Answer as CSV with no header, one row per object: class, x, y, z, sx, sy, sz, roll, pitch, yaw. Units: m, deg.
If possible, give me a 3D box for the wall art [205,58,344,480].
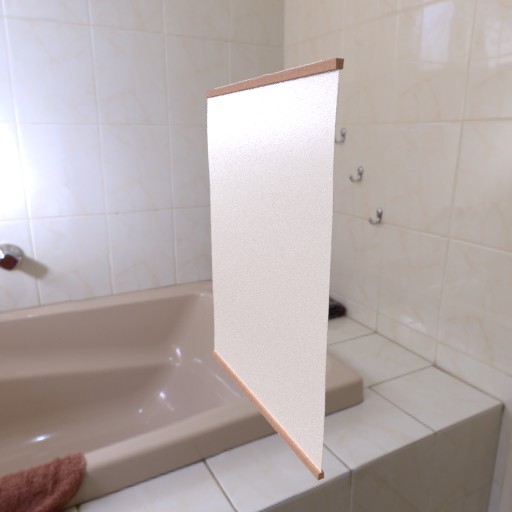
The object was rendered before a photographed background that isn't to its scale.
wall art,0.000,0.000,1.343,0.020,1.013,0.758,-7,17,-25
